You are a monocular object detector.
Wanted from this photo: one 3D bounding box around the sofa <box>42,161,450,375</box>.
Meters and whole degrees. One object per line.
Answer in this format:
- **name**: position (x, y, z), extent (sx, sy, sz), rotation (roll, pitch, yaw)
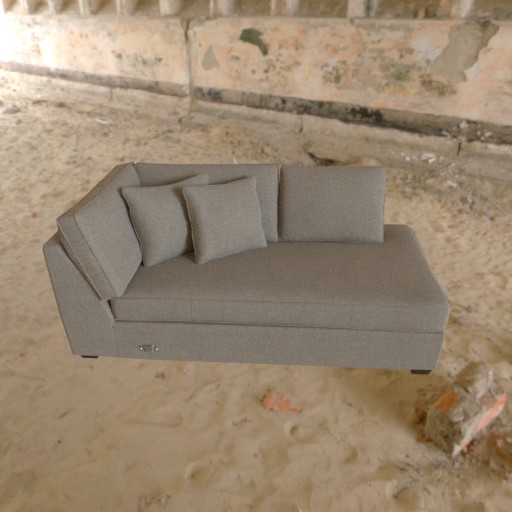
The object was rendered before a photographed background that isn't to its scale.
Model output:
- **sofa**: position (0.000, 0.000, 2.889), extent (2.238, 1.019, 1.110), rotation (2, 30, 3)
